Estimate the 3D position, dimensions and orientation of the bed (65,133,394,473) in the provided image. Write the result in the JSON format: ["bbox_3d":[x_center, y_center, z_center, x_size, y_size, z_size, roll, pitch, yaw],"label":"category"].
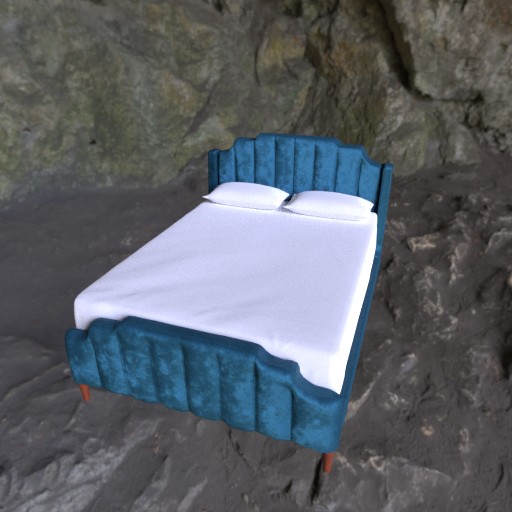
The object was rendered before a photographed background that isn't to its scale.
[{"bbox_3d":[0.000,0.000,3.255,1.678,1.338,2.322,9,28,17],"label":"bed"}]
